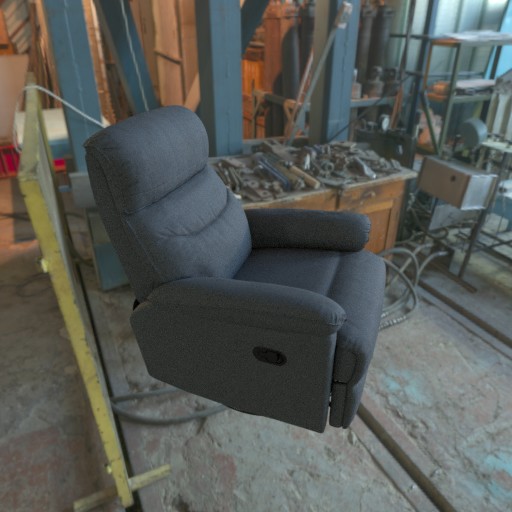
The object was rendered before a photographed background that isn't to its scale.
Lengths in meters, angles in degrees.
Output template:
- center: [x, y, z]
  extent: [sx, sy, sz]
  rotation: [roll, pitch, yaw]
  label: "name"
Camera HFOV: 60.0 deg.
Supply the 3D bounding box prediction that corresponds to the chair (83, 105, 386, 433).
- center: [0.000, 0.000, 1.737]
  extent: [1.004, 1.037, 0.820]
  rotation: [10, 31, 17]
  label: "chair"
